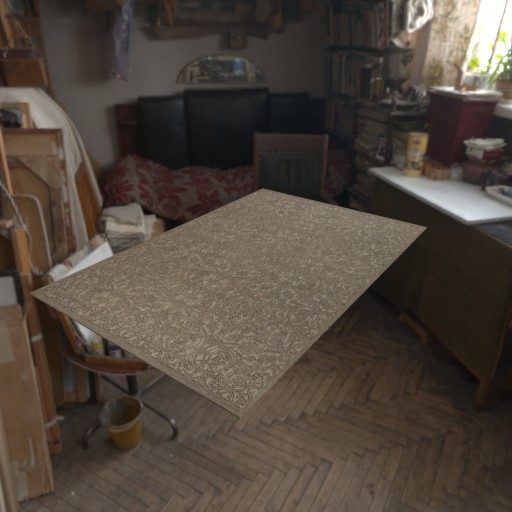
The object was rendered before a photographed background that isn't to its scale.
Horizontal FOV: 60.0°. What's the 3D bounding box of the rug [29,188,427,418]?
[{"bbox_3d":[0.000,0.000,2.352,1.221,0.006,1.827,19,33,32],"label":"rug"}]
